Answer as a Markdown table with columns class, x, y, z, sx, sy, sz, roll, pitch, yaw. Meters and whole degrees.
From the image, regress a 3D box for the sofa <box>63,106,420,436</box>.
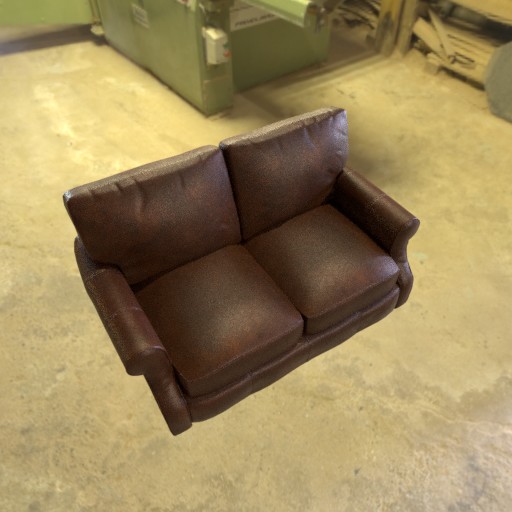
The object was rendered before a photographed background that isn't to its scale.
| class | x | y | z | sx | sy | sz | roll | pitch | yaw |
| --- | --- | --- | --- | --- | --- | --- | --- | --- | --- |
| sofa | 0.000 | 0.000 | 2.265 | 1.616 | 0.976 | 0.990 | -24 | 50 | -22 |
